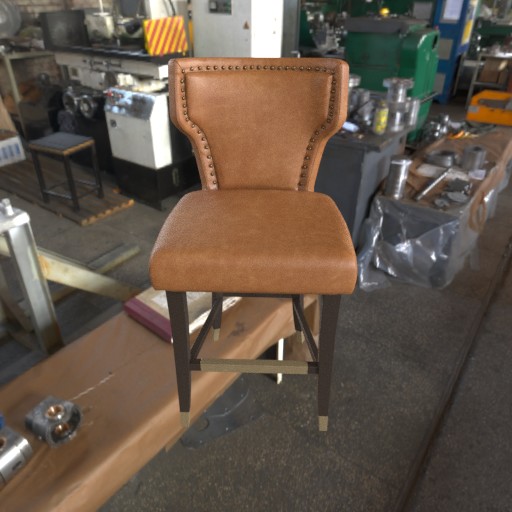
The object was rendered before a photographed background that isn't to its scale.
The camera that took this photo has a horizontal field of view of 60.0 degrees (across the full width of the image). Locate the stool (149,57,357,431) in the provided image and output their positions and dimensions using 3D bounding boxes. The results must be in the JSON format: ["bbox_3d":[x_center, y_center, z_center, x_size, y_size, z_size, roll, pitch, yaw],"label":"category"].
[{"bbox_3d":[0.000,0.000,1.380,0.526,1.092,0.563,1,31,2],"label":"stool"}]
